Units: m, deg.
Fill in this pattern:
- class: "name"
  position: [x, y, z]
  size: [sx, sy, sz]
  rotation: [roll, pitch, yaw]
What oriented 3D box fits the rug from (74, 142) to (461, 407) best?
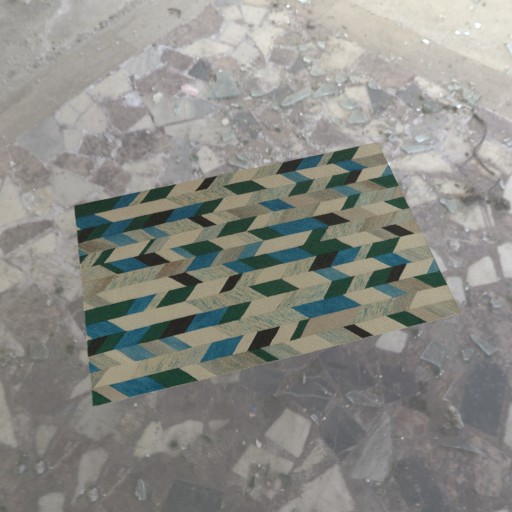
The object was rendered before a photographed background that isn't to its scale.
- class: "rug"
  position: [0.000, 0.000, 3.133]
  size: [2.433, 0.007, 1.507]
  rotation: [-13, 64, -6]
